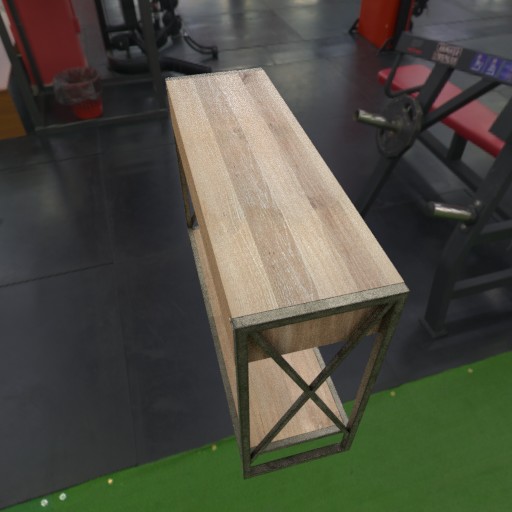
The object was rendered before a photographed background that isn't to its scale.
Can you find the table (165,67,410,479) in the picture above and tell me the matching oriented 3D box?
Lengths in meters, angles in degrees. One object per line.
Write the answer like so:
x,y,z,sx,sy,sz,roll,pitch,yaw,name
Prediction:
0.000,0.000,1.436,0.361,0.763,1.059,-11,46,-10,table
